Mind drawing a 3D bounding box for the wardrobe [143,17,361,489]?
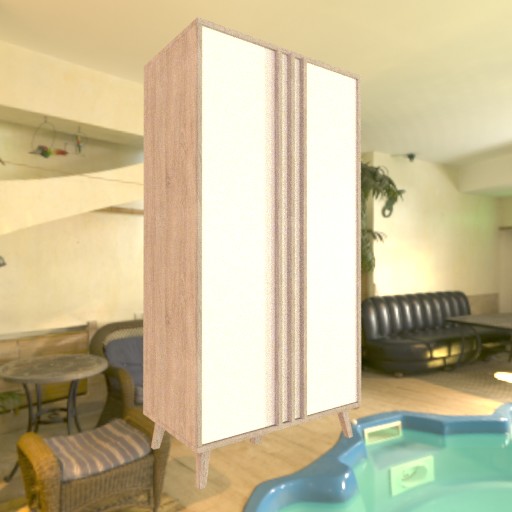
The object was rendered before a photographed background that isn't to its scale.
[{"bbox_3d":[0.000,0.000,2.336,1.000,1.960,0.600,0,0,-36],"label":"wardrobe"}]
